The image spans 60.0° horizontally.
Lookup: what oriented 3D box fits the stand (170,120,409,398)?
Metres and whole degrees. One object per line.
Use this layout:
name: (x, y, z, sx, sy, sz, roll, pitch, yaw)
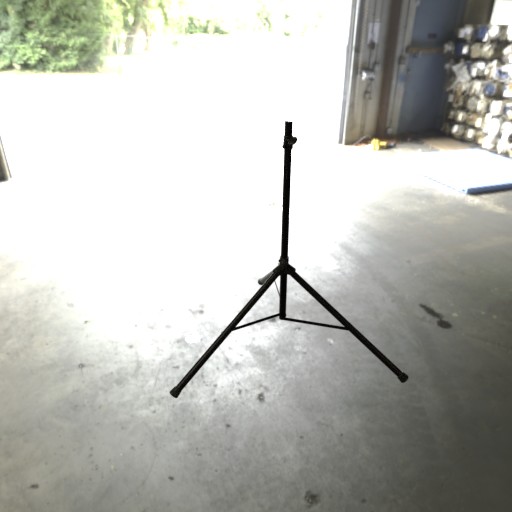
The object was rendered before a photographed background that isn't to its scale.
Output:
stand: (0.000, 0.000, 2.768, 1.339, 1.595, 1.596, -18, 32, -31)
